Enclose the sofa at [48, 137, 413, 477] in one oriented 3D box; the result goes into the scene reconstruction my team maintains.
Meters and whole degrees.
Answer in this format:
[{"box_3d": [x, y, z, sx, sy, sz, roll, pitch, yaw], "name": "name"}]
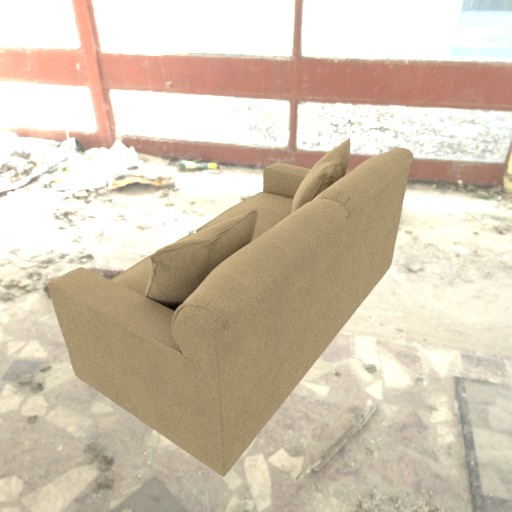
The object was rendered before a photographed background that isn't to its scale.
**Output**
[{"box_3d": [0.000, 0.000, 2.391, 0.998, 0.958, 1.846, 20, 37, 29], "name": "sofa"}]
